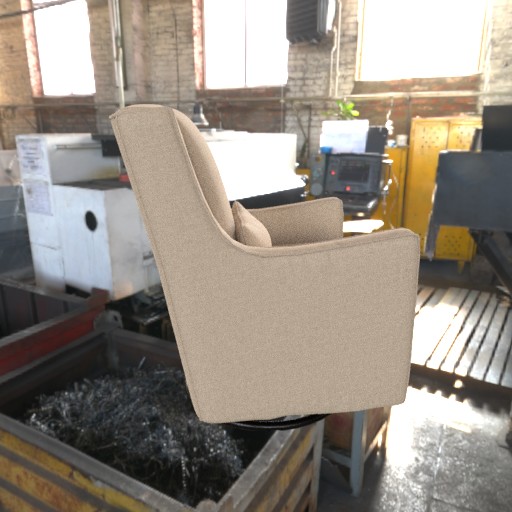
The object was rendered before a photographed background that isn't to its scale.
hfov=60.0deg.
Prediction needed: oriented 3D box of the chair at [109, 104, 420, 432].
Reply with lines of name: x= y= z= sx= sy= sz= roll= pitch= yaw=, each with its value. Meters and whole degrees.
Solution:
chair: x=0.000 y=0.000 z=1.550 sx=0.879 sy=0.993 sz=0.732 roll=-2 pitch=16 yaw=-9
